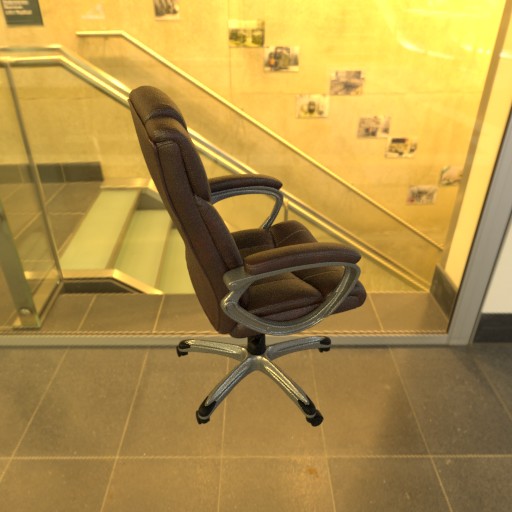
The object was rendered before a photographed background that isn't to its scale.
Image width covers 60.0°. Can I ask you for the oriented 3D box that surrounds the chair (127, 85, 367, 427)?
[{"bbox_3d":[0.000,0.000,1.546,0.692,1.128,0.656,-11,33,-17],"label":"chair"}]
